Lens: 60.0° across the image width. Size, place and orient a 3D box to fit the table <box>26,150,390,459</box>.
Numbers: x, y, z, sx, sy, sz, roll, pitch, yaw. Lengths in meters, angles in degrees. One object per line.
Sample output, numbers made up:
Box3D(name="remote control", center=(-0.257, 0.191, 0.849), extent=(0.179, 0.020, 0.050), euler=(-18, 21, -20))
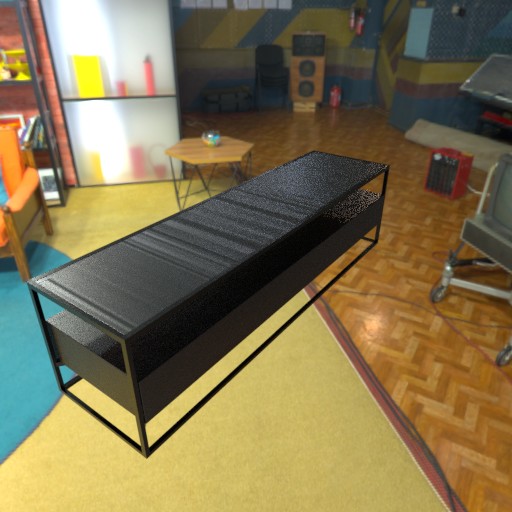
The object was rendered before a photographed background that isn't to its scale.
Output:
Box3D(name="table", center=(0.000, 0.000, 1.670), extent=(0.399, 0.395, 1.486), euler=(20, 35, 31))
